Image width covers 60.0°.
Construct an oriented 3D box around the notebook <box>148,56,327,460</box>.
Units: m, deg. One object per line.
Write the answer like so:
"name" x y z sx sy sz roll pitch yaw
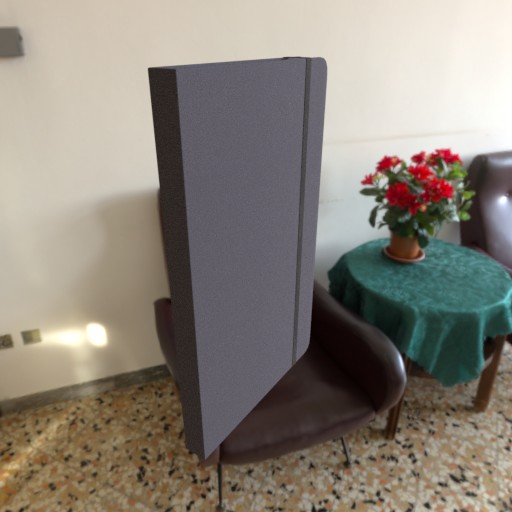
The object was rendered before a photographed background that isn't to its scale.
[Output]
"notebook" 0.000 0.000 0.263 0.016 0.213 0.127 17 31 31
